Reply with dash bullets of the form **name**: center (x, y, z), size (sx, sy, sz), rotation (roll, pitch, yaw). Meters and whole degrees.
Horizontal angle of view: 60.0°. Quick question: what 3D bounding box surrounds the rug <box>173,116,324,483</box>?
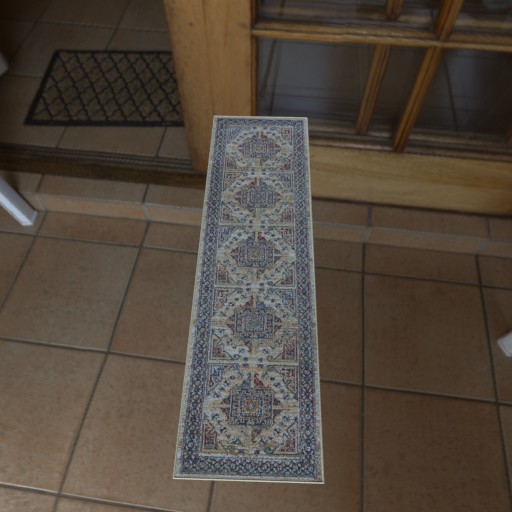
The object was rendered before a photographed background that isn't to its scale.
- **rug**: center (0.000, 0.000, 2.528), size (0.661, 0.013, 2.297), rotation (1, 59, 1)
